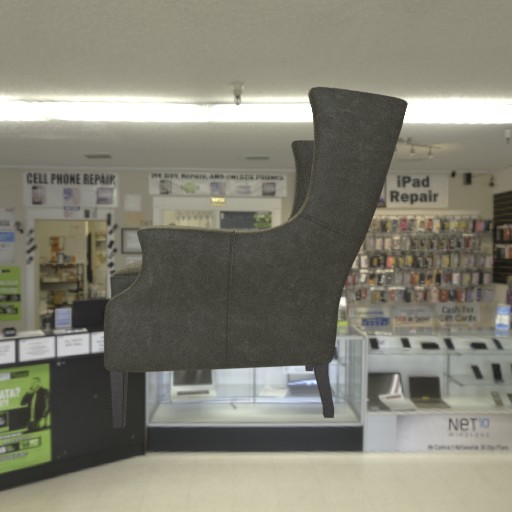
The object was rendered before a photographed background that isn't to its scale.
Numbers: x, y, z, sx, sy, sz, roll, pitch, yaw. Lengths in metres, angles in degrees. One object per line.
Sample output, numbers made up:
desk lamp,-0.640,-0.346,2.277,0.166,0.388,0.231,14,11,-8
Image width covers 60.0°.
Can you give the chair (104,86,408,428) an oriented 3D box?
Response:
chair,0.000,0.000,1.675,0.926,1.016,0.853,0,1,0
